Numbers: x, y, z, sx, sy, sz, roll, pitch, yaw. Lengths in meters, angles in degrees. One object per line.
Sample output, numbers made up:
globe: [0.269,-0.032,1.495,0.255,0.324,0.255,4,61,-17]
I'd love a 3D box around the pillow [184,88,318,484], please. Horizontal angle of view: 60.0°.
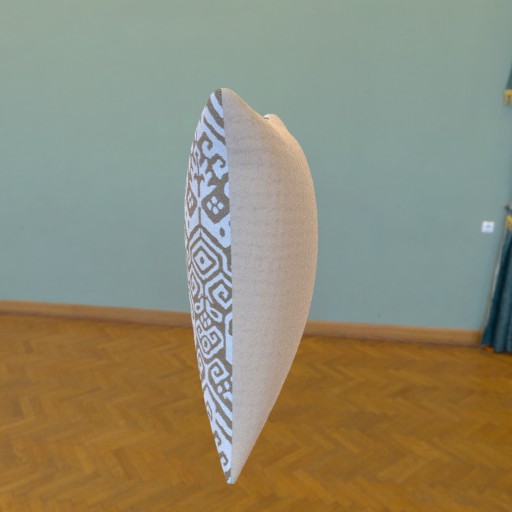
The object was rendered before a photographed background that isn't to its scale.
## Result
pillow: [0.000,0.000,0.631,0.173,0.407,0.419,2,15,8]
